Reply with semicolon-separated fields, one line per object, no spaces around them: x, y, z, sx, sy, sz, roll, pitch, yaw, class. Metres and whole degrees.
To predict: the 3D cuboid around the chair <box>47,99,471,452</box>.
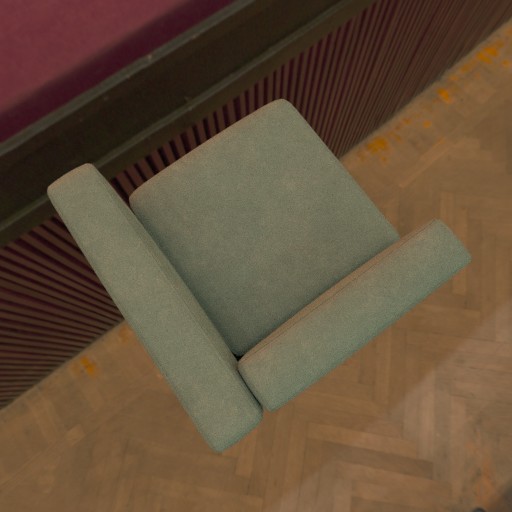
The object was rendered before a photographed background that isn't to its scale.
0.000;0.000;1.222;0.680;0.660;0.680;-35;79;-8;chair
